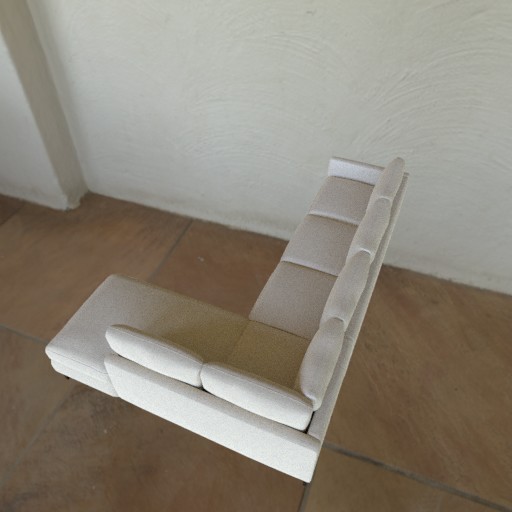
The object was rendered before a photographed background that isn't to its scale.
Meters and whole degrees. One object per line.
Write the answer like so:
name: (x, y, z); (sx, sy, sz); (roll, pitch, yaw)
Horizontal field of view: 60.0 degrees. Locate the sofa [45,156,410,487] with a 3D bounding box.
sofa: (0.000, 0.000, 3.774); (2.007, 0.815, 2.949); (17, 48, 17)
